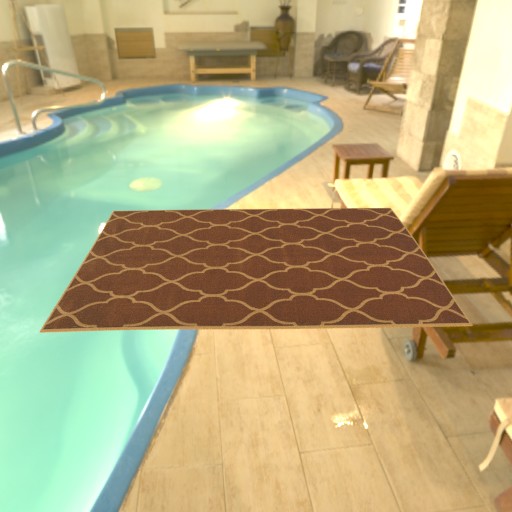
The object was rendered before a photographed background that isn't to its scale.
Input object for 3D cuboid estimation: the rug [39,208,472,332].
[{"bbox_3d":[0.000,0.000,2.982,2.290,0.014,1.526,-1,30,-1],"label":"rug"}]
